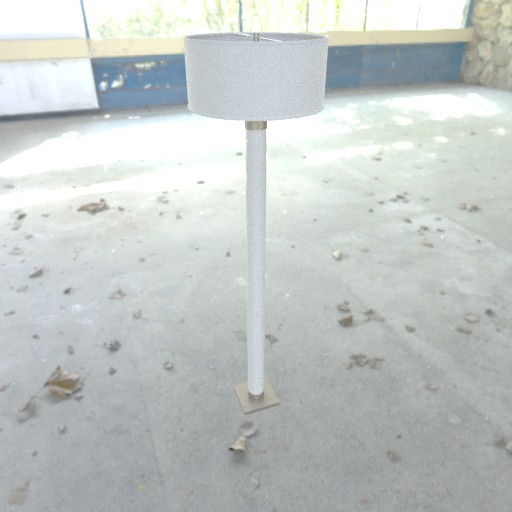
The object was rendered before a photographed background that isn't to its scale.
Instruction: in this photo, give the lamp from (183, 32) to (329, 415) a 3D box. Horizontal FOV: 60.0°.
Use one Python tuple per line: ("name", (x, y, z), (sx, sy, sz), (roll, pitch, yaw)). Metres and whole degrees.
("lamp", (0.000, 0.000, 1.638), (0.420, 1.475, 0.420), (-10, 31, -18))
